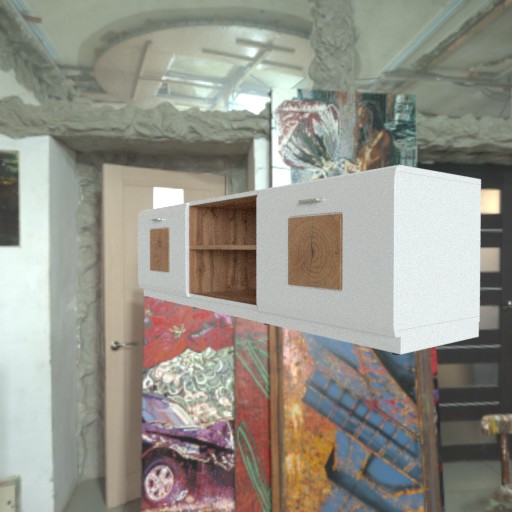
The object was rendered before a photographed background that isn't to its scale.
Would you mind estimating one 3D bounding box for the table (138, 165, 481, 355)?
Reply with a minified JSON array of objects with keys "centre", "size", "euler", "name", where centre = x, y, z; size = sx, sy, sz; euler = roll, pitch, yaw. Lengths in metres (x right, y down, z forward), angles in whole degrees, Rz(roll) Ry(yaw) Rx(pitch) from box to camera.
[{"centre":[0.000,0.000,1.730],"size":[0.400,0.440,1.550],"euler":[-1,1,-36],"name":"table"}]
